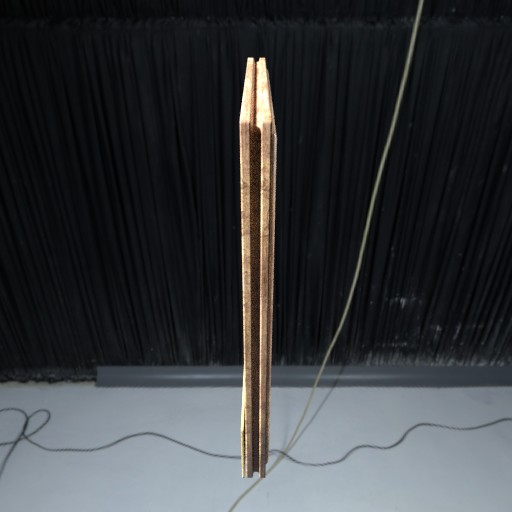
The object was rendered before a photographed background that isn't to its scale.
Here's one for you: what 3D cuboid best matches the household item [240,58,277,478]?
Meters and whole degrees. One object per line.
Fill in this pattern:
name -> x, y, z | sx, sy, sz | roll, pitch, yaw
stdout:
household item -> 0.000, 0.000, 0.316 | 0.018, 0.237, 0.186 | 0, 31, 0
